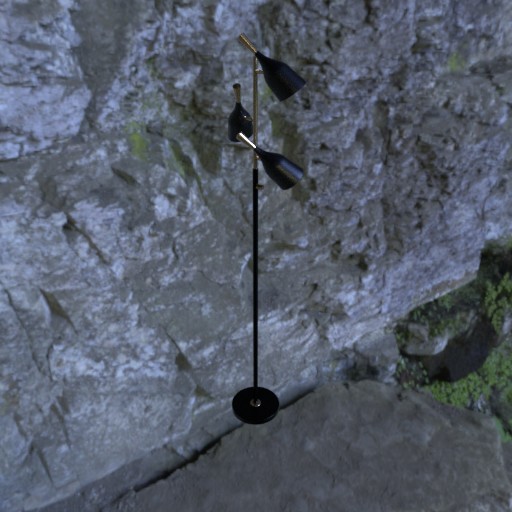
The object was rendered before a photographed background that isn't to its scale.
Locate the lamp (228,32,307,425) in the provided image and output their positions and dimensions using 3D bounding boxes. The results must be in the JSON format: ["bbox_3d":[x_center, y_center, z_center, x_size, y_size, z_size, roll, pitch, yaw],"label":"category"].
[{"bbox_3d":[0.000,0.000,1.978,0.253,1.778,0.434,-18,31,-33],"label":"lamp"}]
